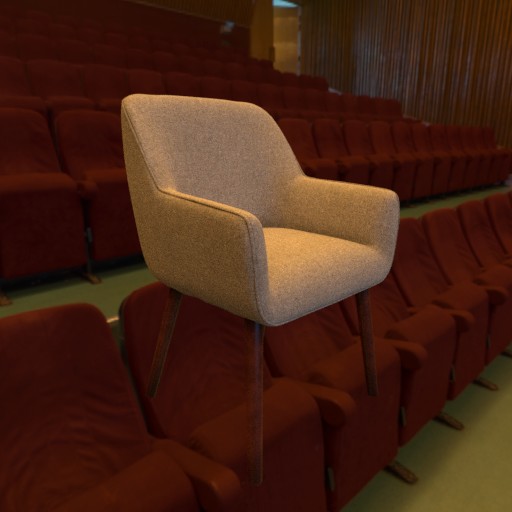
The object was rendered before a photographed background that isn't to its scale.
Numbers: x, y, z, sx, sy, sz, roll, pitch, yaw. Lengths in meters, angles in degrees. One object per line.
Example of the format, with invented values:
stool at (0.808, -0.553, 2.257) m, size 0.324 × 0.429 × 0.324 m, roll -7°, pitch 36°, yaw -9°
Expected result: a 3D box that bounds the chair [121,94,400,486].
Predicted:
chair at (0.000, 0.000, 1.146) m, size 0.543 × 0.803 × 0.519 m, roll -14°, pitch 20°, yaw -43°
